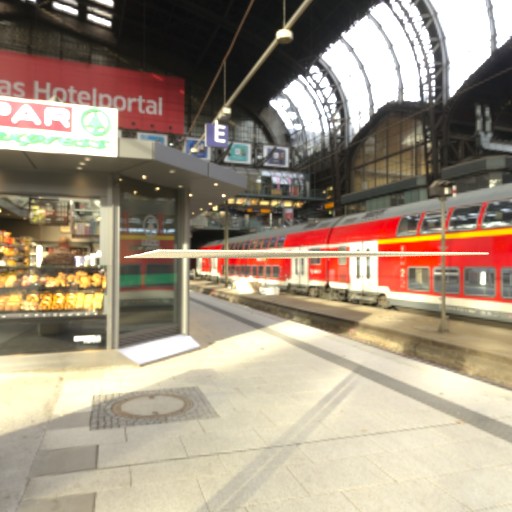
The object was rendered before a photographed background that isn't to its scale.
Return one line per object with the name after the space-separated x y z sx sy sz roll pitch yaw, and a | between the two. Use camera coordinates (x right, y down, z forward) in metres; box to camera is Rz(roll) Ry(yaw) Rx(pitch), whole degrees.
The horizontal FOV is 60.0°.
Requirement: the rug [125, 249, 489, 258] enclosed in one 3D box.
0.000 0.000 2.309 1.226 0.007 1.815 0 -1 -19 | rug
